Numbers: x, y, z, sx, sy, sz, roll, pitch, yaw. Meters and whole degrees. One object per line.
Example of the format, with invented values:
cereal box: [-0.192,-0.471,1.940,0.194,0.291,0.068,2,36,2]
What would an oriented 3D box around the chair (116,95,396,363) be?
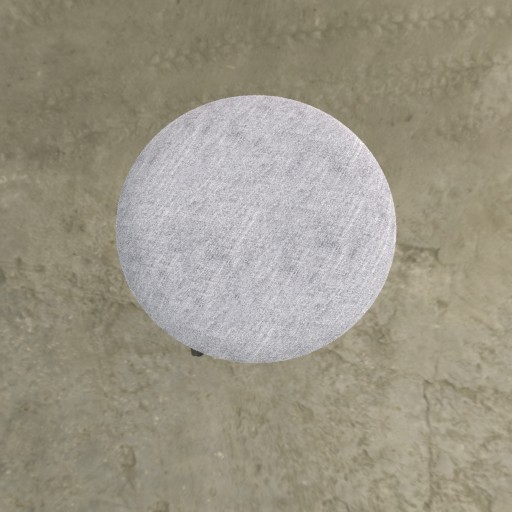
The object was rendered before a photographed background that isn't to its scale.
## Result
chair: [0.000,0.000,0.645,0.350,0.386,0.350,38,79,9]
